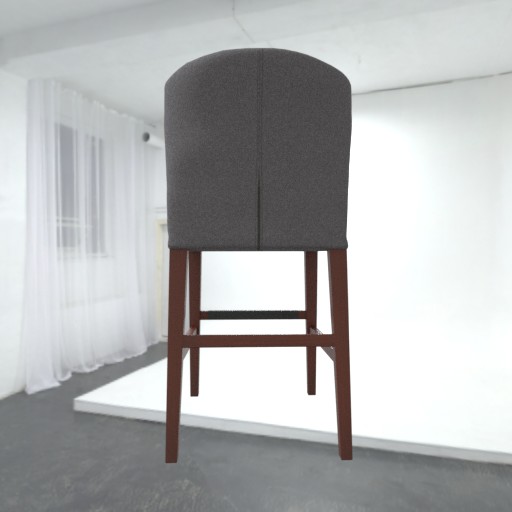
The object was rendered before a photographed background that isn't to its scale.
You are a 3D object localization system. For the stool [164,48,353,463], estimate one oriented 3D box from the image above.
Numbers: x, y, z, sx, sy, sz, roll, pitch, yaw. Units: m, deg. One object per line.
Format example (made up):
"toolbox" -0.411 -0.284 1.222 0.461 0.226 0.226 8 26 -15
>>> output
"stool" 0.000 0.000 1.297 0.481 0.968 0.568 0 0 -2
